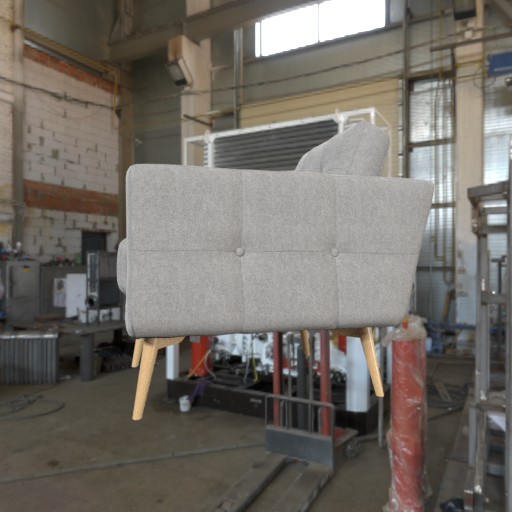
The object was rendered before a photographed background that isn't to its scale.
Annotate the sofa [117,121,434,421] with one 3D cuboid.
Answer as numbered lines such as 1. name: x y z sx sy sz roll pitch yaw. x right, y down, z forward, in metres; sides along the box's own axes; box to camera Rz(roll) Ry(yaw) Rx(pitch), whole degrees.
1. sofa: 0.000 0.000 1.551 0.920 0.860 0.770 0 0 -16
